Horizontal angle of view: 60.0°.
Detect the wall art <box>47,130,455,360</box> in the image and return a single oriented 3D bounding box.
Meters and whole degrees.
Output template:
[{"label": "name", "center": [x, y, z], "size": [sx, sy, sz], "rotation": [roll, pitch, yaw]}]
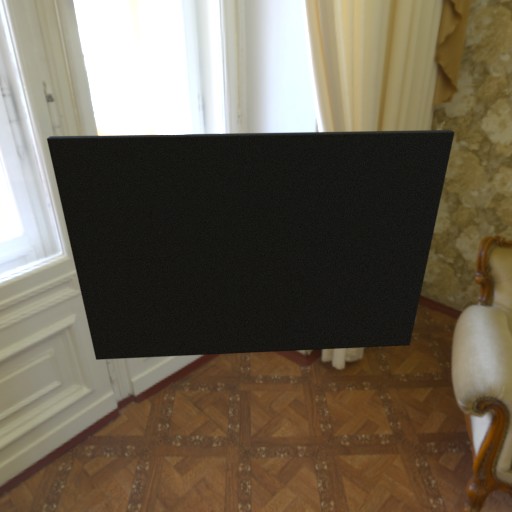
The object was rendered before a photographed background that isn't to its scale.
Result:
[{"label": "wall art", "center": [0.000, 0.000, 1.212], "size": [0.964, 0.659, 0.049], "rotation": [-1, 28, -2]}]
